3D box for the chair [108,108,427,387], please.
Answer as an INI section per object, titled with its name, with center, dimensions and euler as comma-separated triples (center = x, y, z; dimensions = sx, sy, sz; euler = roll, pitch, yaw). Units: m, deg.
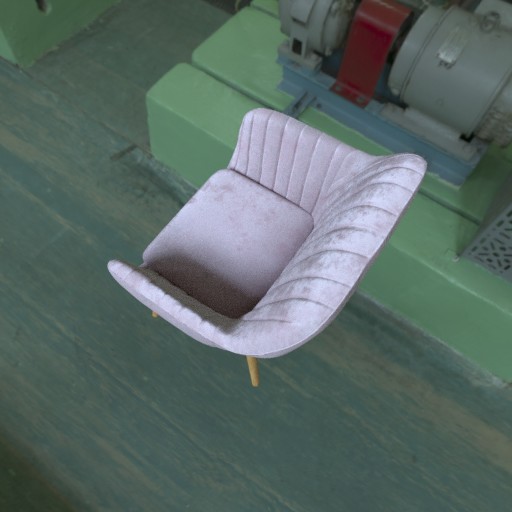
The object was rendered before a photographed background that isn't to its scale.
[chair]
center = 0.000, 0.000, 1.221
dimensions = 0.570, 0.832, 0.610
euler = 32, 69, 14
